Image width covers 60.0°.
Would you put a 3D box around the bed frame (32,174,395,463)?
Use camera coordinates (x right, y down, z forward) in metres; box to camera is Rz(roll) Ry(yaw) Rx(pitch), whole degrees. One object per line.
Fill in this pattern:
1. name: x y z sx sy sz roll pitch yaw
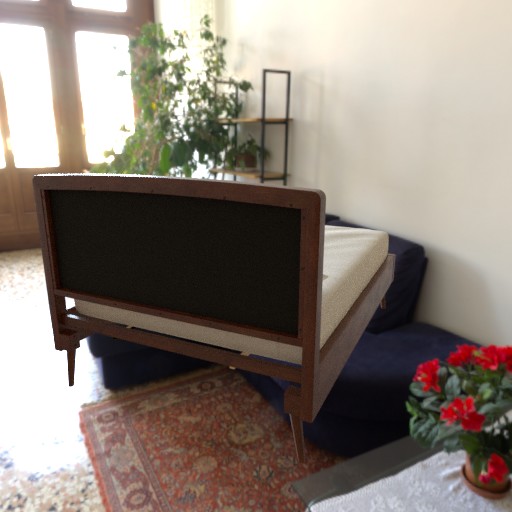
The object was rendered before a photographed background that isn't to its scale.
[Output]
1. bed frame: 0.000 0.000 3.111 1.587 1.279 2.171 7 17 25
